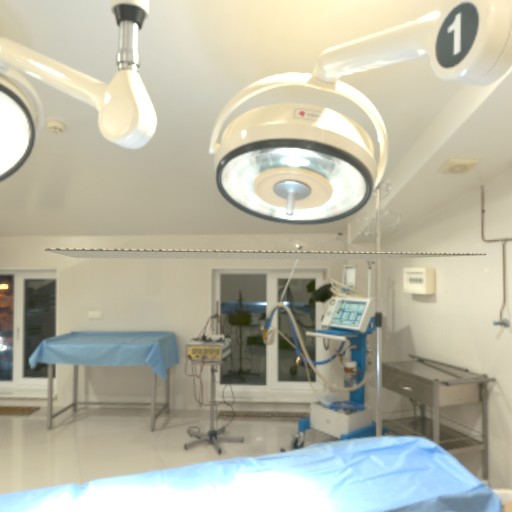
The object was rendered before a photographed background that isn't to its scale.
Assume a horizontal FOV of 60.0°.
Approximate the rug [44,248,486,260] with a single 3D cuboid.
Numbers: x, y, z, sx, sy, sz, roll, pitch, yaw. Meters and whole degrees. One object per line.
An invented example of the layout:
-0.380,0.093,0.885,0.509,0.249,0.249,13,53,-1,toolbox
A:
0.000,0.000,2.187,1.752,0.008,1.144,0,-2,-17,rug
